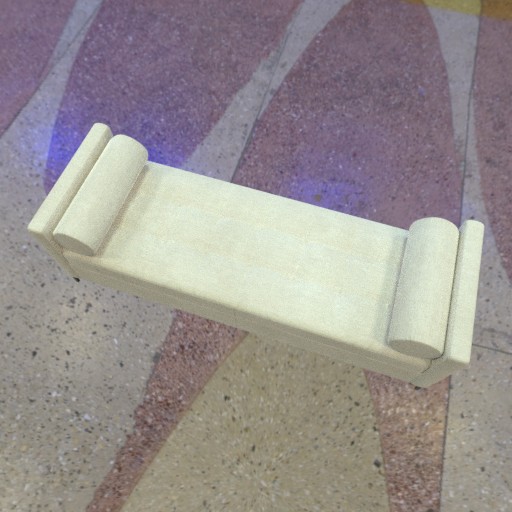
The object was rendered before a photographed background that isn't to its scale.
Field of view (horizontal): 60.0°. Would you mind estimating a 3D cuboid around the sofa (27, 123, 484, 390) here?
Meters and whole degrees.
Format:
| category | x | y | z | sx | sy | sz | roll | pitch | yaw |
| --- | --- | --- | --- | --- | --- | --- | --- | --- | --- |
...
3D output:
| category | x | y | z | sx | sy | sz | roll | pitch | yaw |
| --- | --- | --- | --- | --- | --- | --- | --- | --- | --- |
| sofa | 0.000 | 0.000 | 2.279 | 1.981 | 0.635 | 0.686 | 16 | 64 | 8 |
